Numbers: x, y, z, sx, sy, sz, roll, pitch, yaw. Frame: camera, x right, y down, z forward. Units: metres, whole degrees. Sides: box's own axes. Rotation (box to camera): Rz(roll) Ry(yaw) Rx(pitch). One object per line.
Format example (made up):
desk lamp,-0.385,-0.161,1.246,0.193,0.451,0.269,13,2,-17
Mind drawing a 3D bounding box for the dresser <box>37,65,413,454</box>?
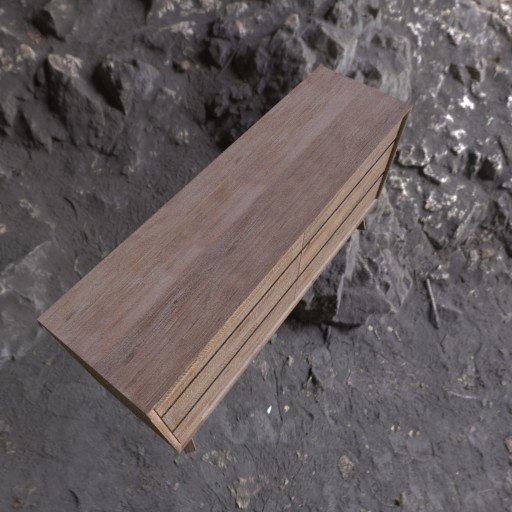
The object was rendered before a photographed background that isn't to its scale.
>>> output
dresser,0.000,0.000,1.910,0.455,0.805,1.554,32,63,19
